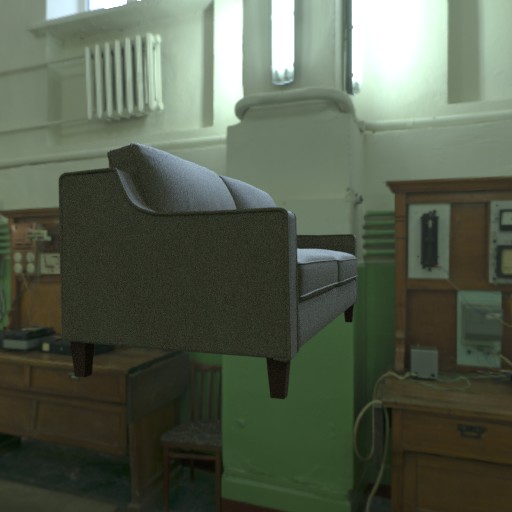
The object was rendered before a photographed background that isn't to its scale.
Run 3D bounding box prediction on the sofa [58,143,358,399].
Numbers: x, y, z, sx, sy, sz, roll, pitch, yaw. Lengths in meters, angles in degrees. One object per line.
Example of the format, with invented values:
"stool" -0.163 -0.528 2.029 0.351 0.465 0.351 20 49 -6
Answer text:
"sofa" 0.000 0.000 2.783 1.073 1.074 2.181 0 0 19
